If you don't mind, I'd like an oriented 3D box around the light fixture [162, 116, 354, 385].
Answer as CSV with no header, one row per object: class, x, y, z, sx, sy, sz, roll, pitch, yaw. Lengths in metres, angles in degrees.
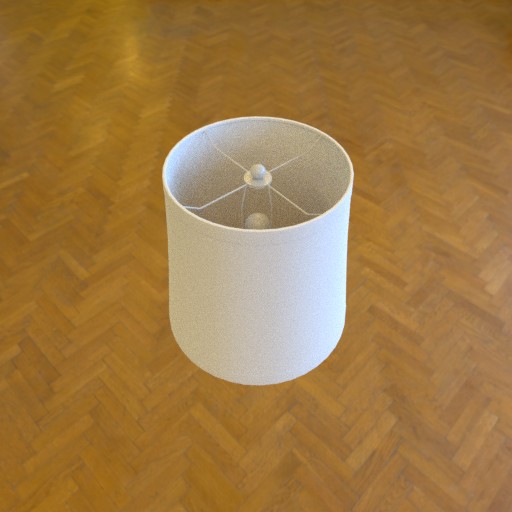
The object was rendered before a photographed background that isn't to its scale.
light fixture,0.000,0.000,0.267,0.100,0.172,0.157,-1,47,-1
